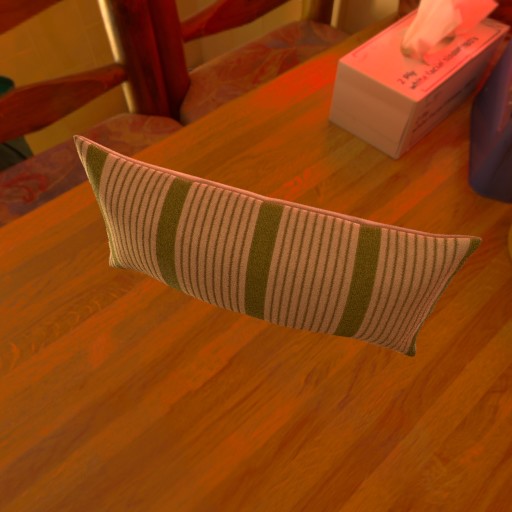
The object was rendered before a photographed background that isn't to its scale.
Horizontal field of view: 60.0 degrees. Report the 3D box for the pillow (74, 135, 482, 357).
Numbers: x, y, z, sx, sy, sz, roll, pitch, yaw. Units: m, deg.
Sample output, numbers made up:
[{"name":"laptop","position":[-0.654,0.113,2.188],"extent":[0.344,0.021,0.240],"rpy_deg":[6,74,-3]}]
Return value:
[{"name":"pillow","position":[0.000,0.000,0.731],"extent":[0.608,0.292,0.156],"rpy_deg":[16,58,10]}]
